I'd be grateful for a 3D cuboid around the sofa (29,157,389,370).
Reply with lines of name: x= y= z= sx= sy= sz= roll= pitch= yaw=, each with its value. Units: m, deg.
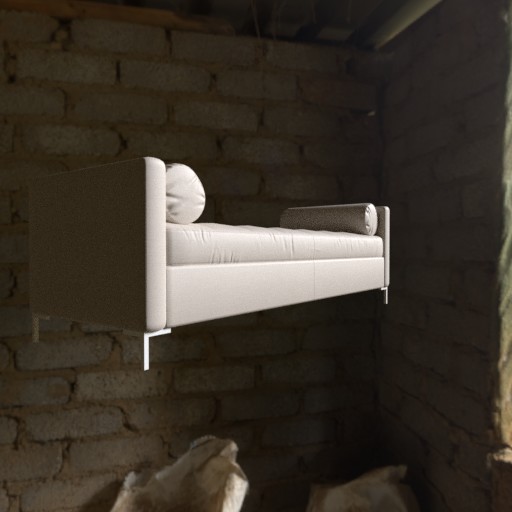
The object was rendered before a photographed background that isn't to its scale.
sofa: x=0.000 y=0.000 z=2.269 sx=0.686 sy=0.635 sz=1.981 roll=1 pitch=1 yaw=37
